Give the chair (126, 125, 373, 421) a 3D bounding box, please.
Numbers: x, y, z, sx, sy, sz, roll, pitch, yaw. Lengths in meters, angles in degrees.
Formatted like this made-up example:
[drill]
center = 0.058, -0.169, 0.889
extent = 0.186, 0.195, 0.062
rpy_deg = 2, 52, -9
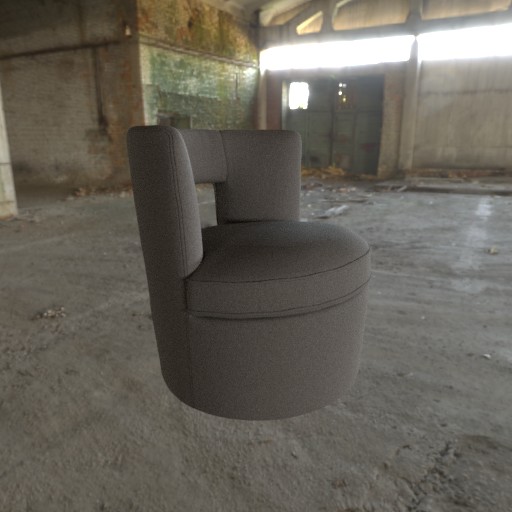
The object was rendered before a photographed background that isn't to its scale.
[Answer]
[chair]
center = 0.000, 0.000, 1.290
extent = 0.660, 0.719, 0.689
rpy_deg = 8, 17, 27
